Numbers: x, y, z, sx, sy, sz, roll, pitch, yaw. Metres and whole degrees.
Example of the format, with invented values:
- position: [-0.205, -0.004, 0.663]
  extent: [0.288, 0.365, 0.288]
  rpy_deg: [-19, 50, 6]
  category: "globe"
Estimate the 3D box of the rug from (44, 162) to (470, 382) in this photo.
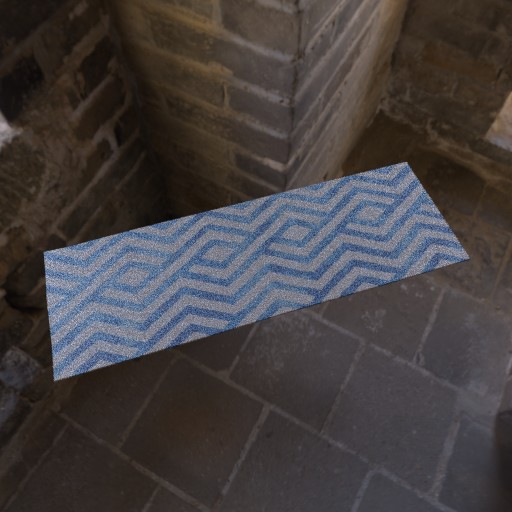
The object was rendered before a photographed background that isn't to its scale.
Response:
- position: [0.000, 0.000, 1.634]
  extent: [1.492, 0.007, 0.503]
  rpy_deg: [-15, 60, -9]
  category: "rug"
